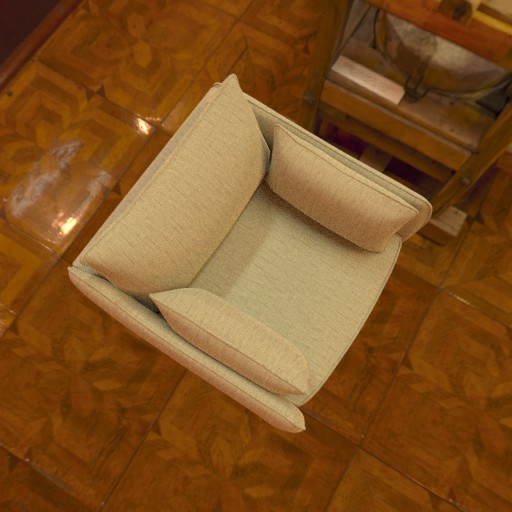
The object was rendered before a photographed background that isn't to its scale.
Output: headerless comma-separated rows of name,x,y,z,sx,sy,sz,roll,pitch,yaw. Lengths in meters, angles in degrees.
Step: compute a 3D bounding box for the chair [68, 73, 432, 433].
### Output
chair,0.000,0.000,1.755,0.991,0.855,0.994,33,77,8
